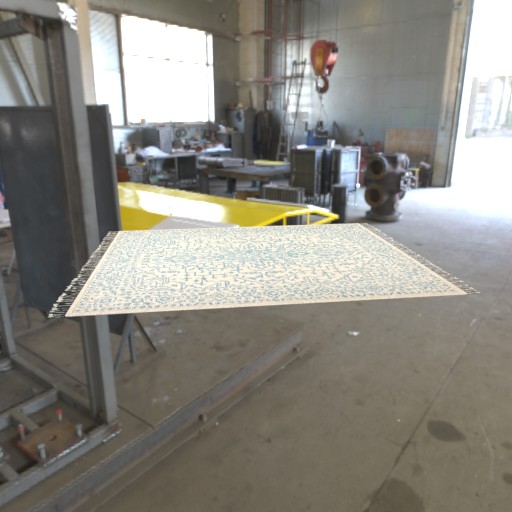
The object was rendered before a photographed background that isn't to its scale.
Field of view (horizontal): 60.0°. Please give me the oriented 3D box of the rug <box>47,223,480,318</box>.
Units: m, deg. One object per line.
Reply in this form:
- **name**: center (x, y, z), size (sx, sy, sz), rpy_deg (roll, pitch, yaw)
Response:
- **rug**: center (0.000, 0.000, 4.462), size (3.327, 0.010, 2.464), rpy_deg (-2, 18, -7)
